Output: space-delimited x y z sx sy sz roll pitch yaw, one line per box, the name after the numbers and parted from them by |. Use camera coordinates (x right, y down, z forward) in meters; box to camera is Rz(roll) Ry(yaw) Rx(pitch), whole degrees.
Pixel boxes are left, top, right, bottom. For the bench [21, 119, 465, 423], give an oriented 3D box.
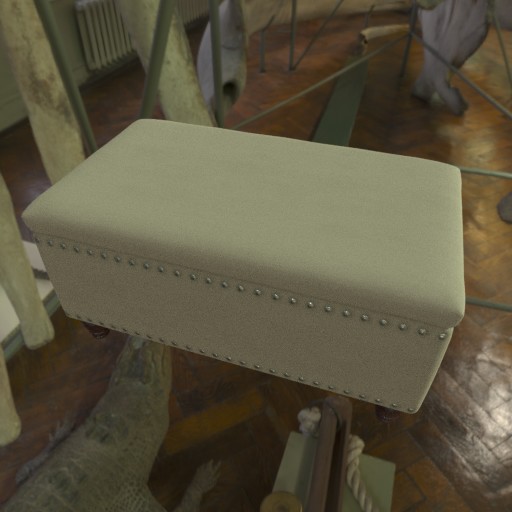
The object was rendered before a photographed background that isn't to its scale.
0.000 0.000 1.129 0.887 0.449 0.500 12 42 14 | bench
